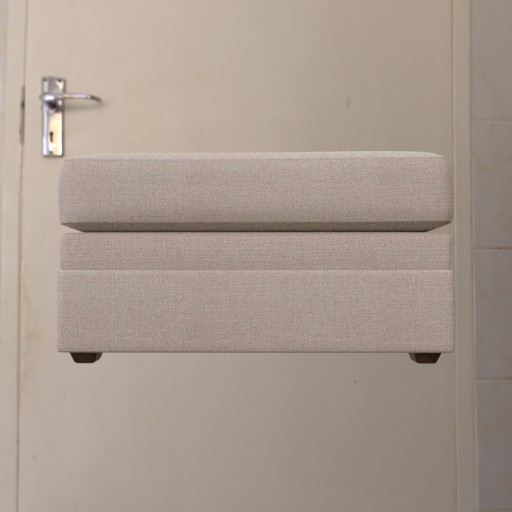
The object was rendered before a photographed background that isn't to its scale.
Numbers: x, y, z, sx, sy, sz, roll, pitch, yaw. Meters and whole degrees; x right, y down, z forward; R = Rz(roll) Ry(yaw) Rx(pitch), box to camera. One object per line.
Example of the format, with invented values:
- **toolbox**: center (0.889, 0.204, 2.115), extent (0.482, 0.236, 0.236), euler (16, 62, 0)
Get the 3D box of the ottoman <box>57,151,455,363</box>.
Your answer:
- **ottoman**: center (0.000, 0.000, 1.237), extent (0.885, 0.478, 0.637), euler (0, -1, 0)
